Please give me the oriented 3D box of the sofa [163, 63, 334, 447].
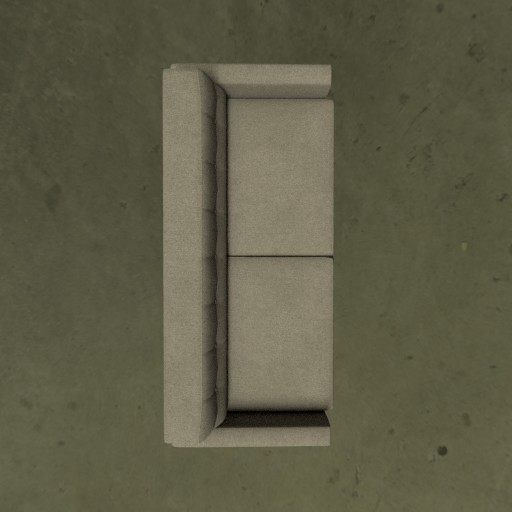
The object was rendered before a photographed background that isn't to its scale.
[{"bbox_3d":[0.000,0.000,2.495,0.909,0.841,2.029,0,91,-1],"label":"sofa"}]
